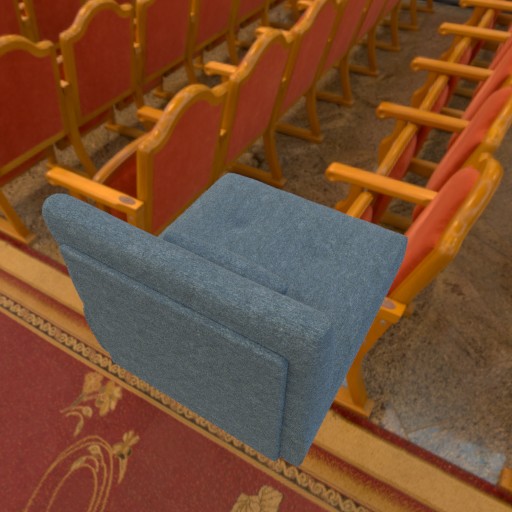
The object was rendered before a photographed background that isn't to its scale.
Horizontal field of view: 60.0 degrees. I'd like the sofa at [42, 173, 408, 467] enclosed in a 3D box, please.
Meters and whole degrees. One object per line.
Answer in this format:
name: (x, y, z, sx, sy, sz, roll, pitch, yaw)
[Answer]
sofa: (0.000, 0.000, 1.665, 0.930, 0.820, 1.000, 24, 52, 20)
